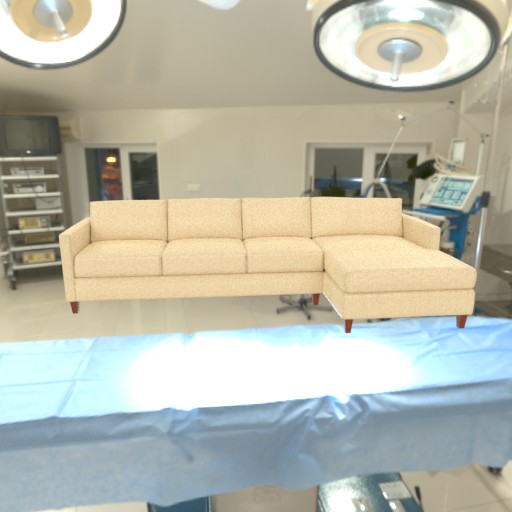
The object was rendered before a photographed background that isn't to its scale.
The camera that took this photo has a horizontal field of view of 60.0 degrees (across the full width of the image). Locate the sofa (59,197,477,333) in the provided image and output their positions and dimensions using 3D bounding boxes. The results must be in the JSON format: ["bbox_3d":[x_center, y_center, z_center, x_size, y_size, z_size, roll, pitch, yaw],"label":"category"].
[{"bbox_3d":[0.000,0.000,4.169,3.471,0.954,1.603,-1,15,-5],"label":"sofa"}]
